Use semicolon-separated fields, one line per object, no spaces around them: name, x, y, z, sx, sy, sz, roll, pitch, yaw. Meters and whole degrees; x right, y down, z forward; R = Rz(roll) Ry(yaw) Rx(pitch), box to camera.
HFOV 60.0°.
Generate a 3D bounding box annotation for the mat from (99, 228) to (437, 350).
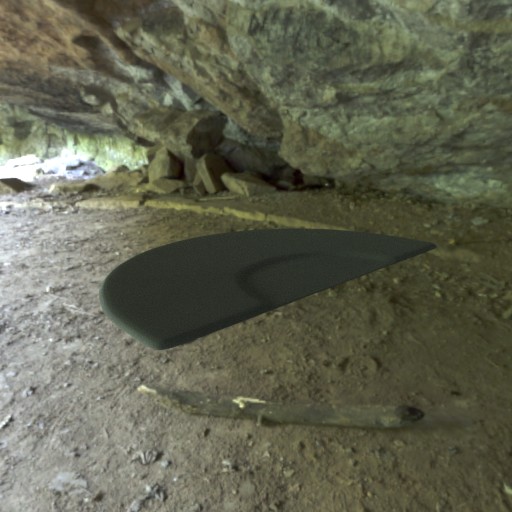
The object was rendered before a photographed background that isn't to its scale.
mat;0.000;0.000;1.901;1.525;0.022;0.917;-14;21;-41
